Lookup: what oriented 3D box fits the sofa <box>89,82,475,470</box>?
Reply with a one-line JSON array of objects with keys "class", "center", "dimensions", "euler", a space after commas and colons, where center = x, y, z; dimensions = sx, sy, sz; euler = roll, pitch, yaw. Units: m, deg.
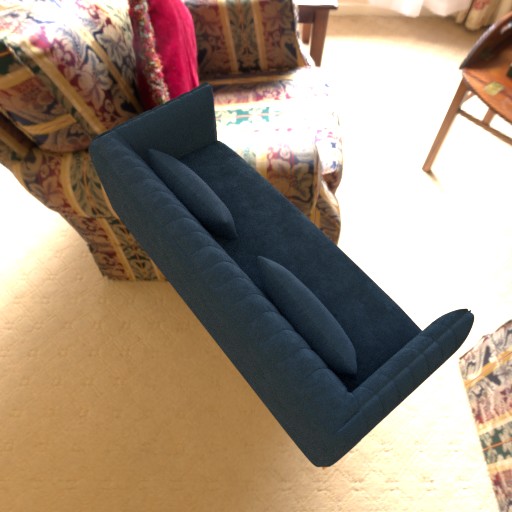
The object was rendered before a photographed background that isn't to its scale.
[{"class": "sofa", "center": [0.000, 0.000, 2.528], "dimensions": [0.896, 0.793, 2.136], "euler": [-34, 64, -19]}]
